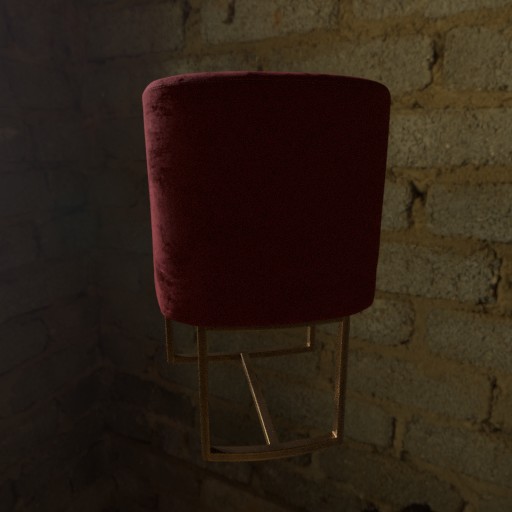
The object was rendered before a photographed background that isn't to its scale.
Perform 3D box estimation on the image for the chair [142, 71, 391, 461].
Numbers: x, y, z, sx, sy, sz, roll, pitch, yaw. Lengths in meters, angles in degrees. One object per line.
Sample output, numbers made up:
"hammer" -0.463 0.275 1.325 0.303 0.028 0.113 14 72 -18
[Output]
"chair" 0.000 0.000 1.148 0.530 0.824 0.560 -3 15 -10
